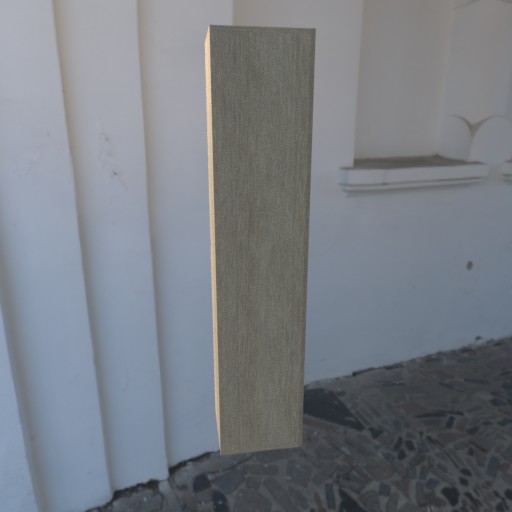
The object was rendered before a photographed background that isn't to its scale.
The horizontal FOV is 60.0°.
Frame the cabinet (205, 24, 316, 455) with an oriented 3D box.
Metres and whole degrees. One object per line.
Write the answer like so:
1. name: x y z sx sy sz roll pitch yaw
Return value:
1. cabinet: 0.000 0.000 1.550 0.300 1.400 0.270 -2 16 -9
